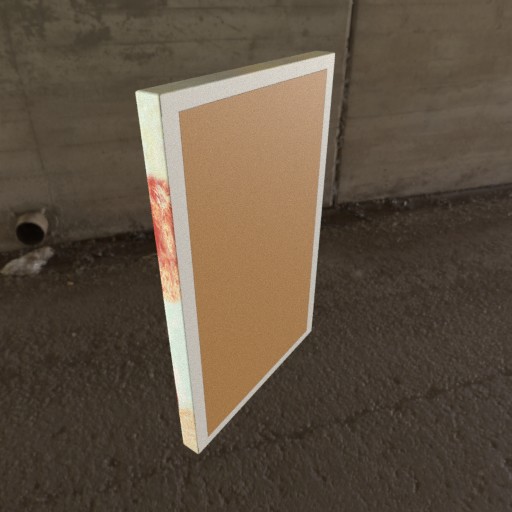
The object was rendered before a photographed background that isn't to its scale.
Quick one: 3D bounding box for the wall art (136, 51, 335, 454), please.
[{"bbox_3d":[0.000,0.000,0.768,0.038,0.610,0.401,21,37,30],"label":"wall art"}]
